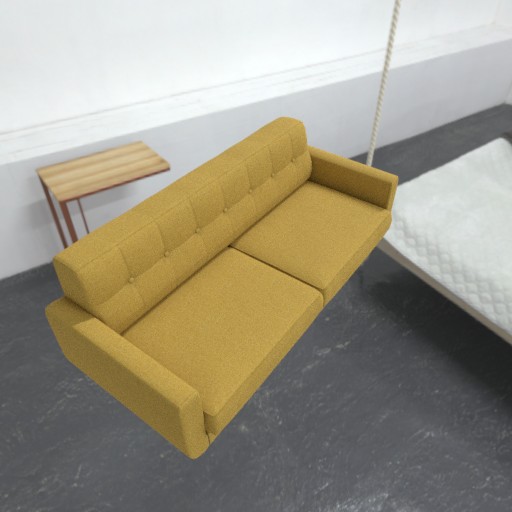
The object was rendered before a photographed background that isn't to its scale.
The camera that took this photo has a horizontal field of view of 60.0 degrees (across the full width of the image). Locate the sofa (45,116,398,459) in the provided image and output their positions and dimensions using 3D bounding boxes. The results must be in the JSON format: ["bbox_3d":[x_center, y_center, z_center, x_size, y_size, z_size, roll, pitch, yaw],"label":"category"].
[{"bbox_3d":[0.000,0.000,2.511,0.909,0.841,2.029,26,48,26],"label":"sofa"}]
